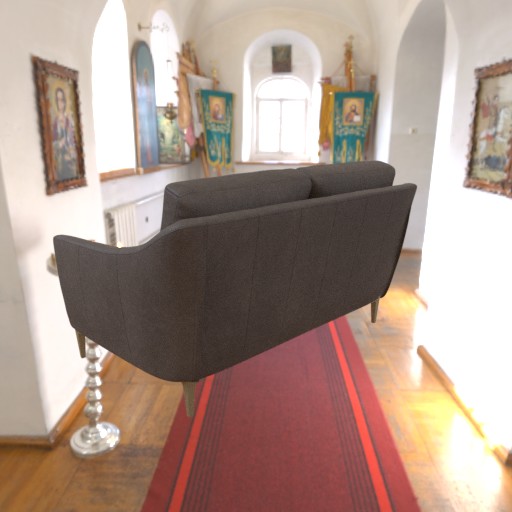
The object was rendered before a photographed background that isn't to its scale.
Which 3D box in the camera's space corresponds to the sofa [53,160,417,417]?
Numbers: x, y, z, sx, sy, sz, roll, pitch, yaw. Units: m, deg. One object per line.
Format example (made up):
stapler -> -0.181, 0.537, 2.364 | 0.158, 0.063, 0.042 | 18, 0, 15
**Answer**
sofa -> 0.000, 0.000, 2.203 | 1.619, 0.902, 0.960 | -14, 22, -40
